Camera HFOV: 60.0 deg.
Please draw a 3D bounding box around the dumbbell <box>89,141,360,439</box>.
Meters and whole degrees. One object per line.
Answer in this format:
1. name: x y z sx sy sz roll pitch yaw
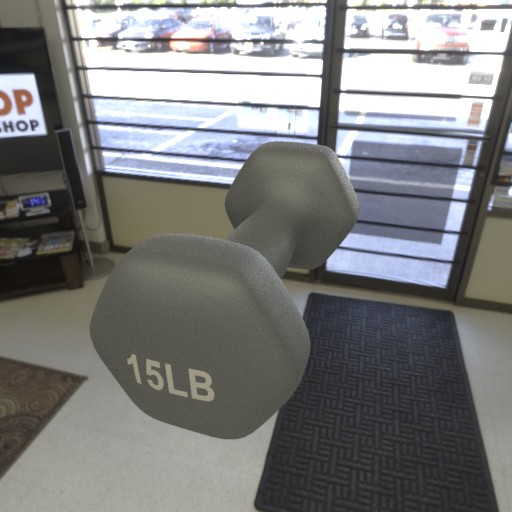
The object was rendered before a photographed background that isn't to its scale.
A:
1. dumbbell: 0.000 0.000 0.303 0.116 0.105 0.240 10 31 17
